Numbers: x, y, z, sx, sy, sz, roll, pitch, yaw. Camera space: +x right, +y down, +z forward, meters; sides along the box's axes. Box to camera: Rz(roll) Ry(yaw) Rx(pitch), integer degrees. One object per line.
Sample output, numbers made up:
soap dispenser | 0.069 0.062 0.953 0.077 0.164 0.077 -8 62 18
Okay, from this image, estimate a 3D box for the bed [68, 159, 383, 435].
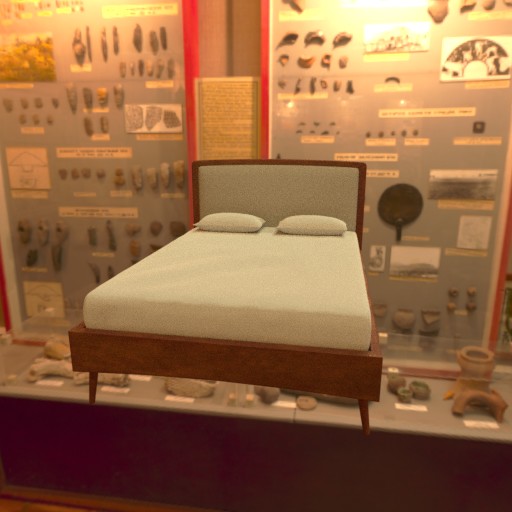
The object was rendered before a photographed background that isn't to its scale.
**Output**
bed | 0.000 0.000 3.175 1.587 1.275 2.196 3 15 10
